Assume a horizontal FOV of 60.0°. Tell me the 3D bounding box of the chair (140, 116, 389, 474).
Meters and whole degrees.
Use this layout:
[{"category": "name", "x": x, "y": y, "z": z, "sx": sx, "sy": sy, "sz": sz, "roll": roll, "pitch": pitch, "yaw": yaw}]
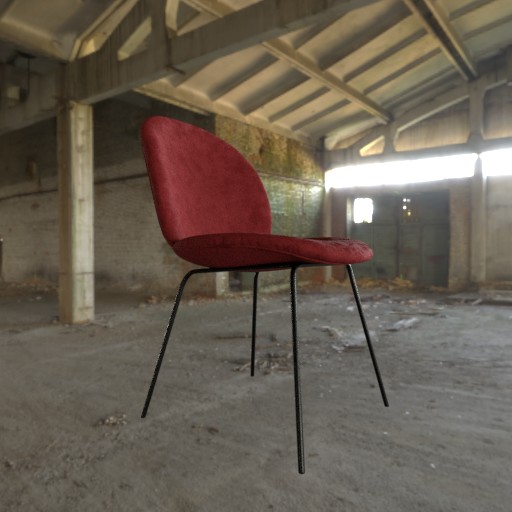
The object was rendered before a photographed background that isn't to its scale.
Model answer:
[{"category": "chair", "x": 0.000, "y": 0.000, "z": 1.151, "sx": 0.587, "sy": 0.791, "sz": 0.458, "roll": 1, "pitch": 1, "yaw": 37}]
